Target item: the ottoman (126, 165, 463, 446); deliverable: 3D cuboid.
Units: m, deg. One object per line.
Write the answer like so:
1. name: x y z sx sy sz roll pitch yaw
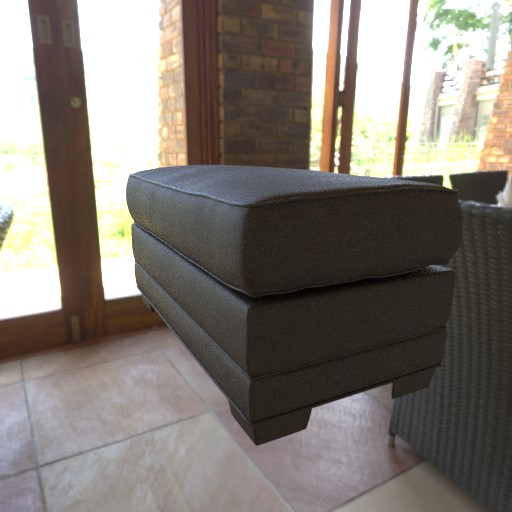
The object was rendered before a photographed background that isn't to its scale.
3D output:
1. ottoman: 0.000 0.000 1.142 0.490 0.448 0.864 -7 16 -26
